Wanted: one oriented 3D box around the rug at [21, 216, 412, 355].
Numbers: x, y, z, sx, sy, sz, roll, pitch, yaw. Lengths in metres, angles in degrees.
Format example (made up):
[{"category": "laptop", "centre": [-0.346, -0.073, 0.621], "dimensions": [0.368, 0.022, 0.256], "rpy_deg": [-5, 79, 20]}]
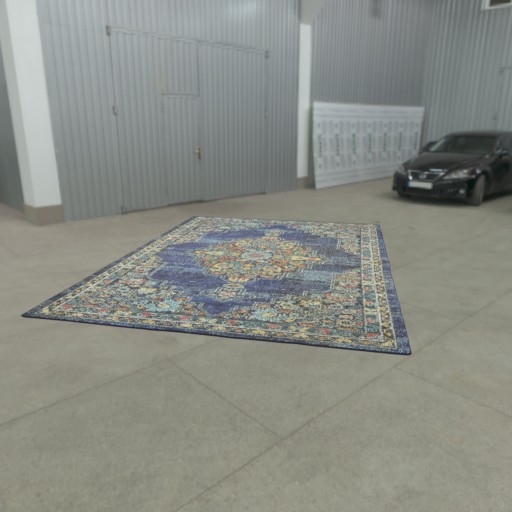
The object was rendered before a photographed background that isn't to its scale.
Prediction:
[{"category": "rug", "centre": [0.000, 0.000, 2.800], "dimensions": [1.630, 0.009, 2.232], "rpy_deg": [3, 17, 11]}]
